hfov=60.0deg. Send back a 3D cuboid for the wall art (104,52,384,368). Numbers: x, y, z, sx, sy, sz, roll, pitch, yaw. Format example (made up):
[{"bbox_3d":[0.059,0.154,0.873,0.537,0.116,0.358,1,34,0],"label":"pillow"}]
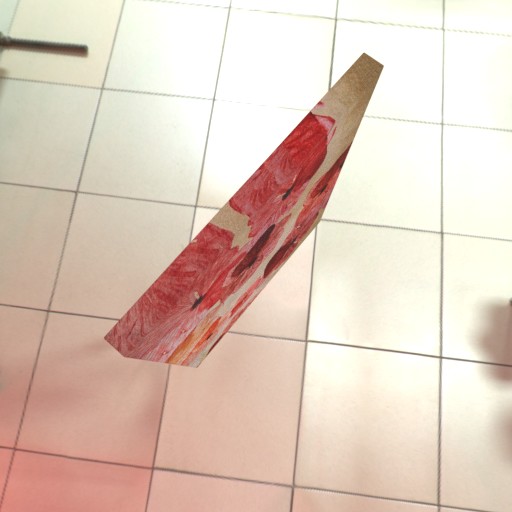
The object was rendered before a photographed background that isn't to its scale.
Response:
[{"bbox_3d":[0.000,0.000,0.691,0.028,0.508,0.406,39,78,10],"label":"wall art"}]
